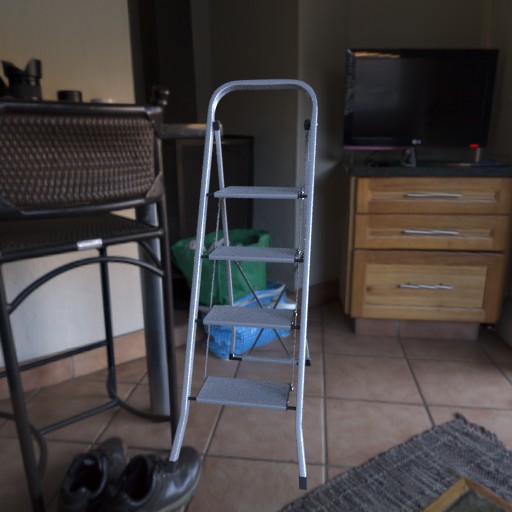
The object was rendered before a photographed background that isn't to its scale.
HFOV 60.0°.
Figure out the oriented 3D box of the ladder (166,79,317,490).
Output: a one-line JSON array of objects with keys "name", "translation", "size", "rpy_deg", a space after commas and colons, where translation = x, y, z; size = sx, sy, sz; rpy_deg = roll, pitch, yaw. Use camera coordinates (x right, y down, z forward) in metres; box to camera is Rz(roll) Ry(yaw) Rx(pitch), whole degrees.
[{"name": "ladder", "translation": [0.000, 0.000, 1.666], "size": [0.465, 1.290, 0.830], "rpy_deg": [2, 14, 9]}]
